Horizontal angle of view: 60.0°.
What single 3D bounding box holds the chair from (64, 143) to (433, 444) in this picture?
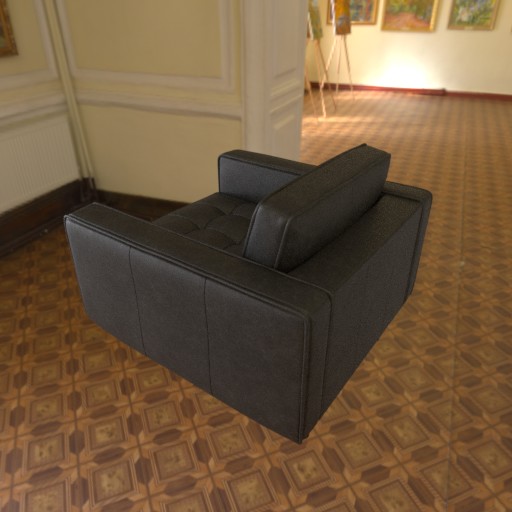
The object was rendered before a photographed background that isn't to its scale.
[{"bbox_3d":[0.000,0.000,1.566,0.914,0.763,0.889,20,36,30],"label":"chair"}]
